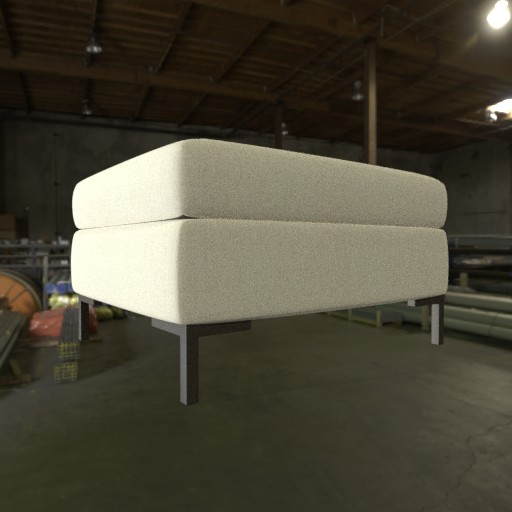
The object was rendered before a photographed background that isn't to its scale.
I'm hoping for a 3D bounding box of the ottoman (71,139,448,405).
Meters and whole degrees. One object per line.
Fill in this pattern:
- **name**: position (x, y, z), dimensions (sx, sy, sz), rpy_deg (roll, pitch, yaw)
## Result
- **ottoman**: position (0.000, 0.000, 1.166), dimensions (0.794, 0.453, 0.657), rpy_deg (-1, 2, -37)
